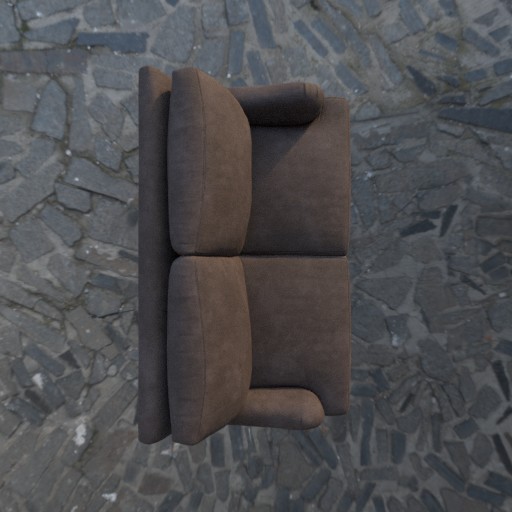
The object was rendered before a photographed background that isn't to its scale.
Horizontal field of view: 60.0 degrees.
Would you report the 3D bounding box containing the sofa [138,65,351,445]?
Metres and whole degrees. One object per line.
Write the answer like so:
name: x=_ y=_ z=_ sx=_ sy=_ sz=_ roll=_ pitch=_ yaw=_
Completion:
sofa: x=0.000 y=0.000 z=2.507 sx=1.084 sy=1.101 sz=1.853 roll=0 pitch=90 yaw=2
